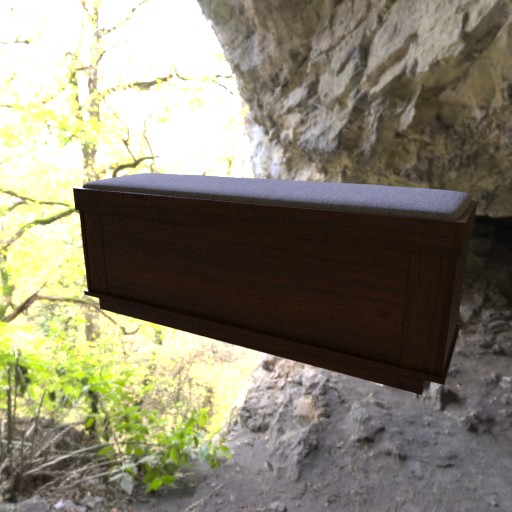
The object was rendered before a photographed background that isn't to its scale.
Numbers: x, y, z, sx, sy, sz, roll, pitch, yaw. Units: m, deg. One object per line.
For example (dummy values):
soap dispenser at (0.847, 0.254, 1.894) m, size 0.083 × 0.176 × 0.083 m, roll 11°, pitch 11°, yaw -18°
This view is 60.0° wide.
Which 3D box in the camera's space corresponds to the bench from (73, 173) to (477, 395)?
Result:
bench at (0.000, 0.000, 1.403) m, size 1.196 × 0.468 × 0.367 m, roll 9°, pitch 18°, yaw 28°
